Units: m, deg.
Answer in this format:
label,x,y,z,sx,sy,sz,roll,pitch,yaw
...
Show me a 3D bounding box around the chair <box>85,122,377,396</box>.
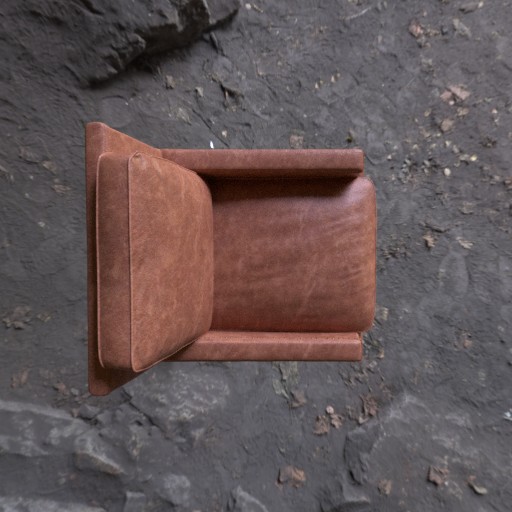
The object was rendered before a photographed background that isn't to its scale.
label,x,y,z,sx,sy,sz,roll,pitch,yaw
chair,0.000,0.000,1.805,1.035,1.054,0.854,0,92,1
